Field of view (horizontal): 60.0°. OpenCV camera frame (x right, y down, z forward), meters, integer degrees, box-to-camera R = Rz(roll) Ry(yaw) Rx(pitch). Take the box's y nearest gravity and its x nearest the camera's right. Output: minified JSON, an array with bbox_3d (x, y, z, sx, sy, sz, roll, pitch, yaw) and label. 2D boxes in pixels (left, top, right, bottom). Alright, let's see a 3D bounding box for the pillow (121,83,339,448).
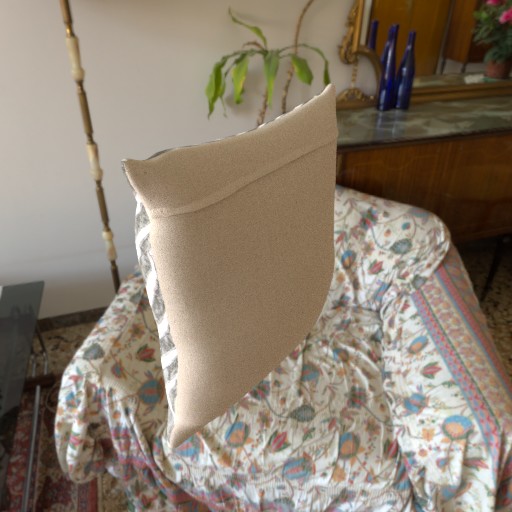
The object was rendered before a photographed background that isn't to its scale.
[{"bbox_3d":[0.000,0.000,0.678,0.182,0.441,0.440,21,37,30],"label":"pillow"}]
